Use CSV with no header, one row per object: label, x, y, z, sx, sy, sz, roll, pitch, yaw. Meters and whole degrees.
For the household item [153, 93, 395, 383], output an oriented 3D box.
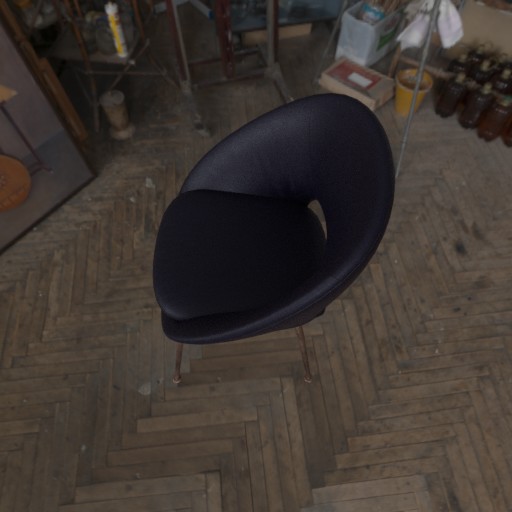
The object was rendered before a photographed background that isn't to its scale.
household item,0.000,0.000,1.265,0.573,0.852,0.623,0,59,0
